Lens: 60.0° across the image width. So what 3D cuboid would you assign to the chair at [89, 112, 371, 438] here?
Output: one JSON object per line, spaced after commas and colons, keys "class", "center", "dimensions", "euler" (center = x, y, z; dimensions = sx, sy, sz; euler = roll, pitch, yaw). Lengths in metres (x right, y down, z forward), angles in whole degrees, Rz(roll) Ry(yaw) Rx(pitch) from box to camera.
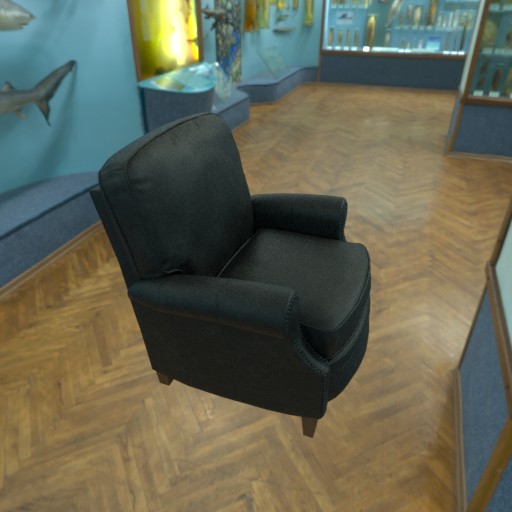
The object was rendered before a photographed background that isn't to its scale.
{"class": "chair", "center": [0.000, 0.000, 1.818], "dimensions": [0.986, 1.018, 0.936], "euler": [12, 33, 18]}
